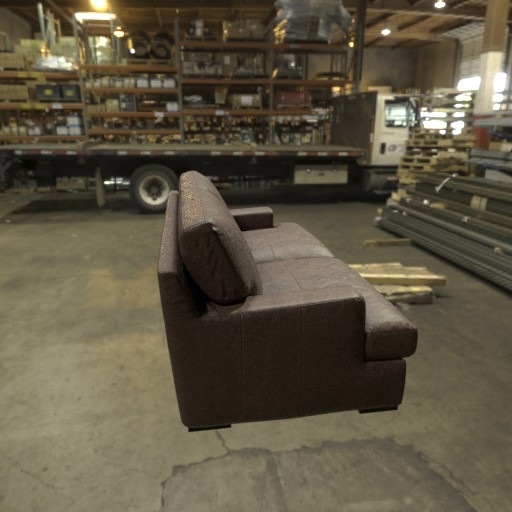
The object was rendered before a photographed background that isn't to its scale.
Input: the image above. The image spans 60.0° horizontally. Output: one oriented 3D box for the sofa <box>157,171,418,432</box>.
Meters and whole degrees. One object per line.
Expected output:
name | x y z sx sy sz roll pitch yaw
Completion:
sofa | 0.000 0.000 2.896 1.143 0.941 2.261 -3 17 -9
